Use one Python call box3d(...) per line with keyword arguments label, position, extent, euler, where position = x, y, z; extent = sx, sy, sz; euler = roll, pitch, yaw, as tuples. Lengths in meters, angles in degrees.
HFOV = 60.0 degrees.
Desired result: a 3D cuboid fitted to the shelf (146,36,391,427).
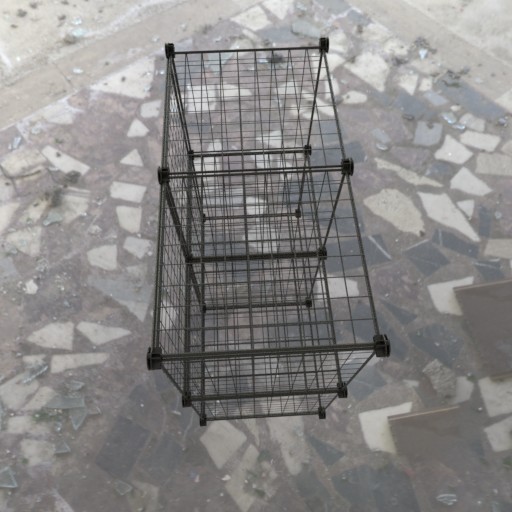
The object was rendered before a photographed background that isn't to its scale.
box3d(label="shelf", position=(0.000, 0.000, 1.117), extent=(0.356, 0.711, 0.711), euler=(-3, 62, -1))
